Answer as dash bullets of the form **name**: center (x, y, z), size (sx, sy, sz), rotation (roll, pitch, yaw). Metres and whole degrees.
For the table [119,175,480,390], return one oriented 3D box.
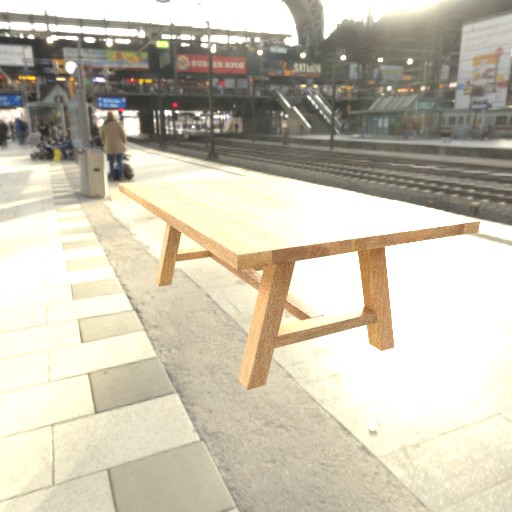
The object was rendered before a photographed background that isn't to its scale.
- **table**: center (0.000, 0.000, 1.723), size (0.760, 0.455, 1.320), rotation (-8, 18, -26)
